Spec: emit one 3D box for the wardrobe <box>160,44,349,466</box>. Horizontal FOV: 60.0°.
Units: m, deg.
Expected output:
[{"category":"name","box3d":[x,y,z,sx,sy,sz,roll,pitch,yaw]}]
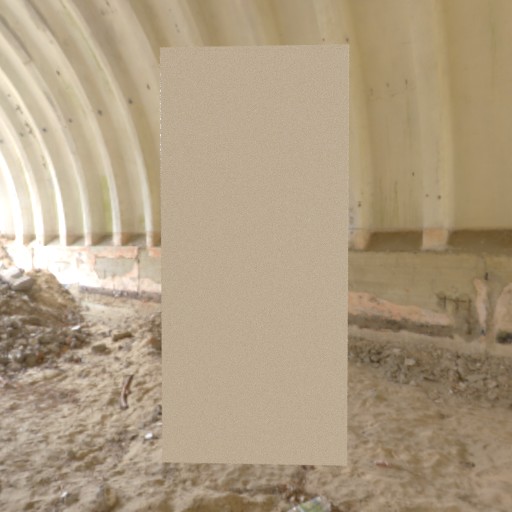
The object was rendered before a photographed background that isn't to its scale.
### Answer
[{"category":"wardrobe","box3d":[0.000,0.000,2.036,0.760,1.700,0.470,0,1,2]}]
